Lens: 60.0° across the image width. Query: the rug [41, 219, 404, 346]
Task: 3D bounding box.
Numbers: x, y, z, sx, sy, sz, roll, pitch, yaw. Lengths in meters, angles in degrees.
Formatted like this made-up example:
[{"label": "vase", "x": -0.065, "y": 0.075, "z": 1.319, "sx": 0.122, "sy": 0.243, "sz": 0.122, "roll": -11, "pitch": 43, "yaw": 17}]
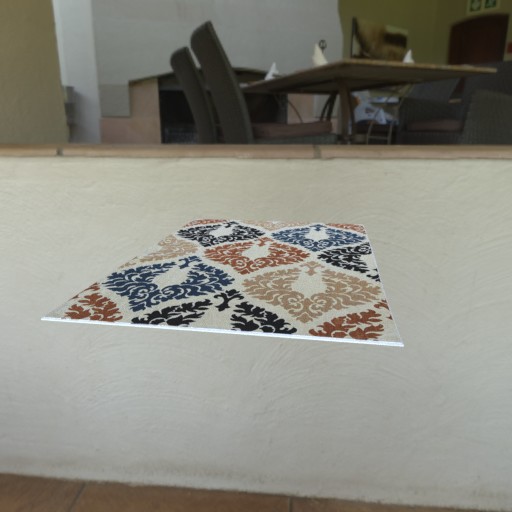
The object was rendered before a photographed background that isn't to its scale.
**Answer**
[{"label": "rug", "x": 0.000, "y": 0.000, "z": 2.870, "sx": 1.514, "sy": 0.014, "sz": 2.275, "roll": 3, "pitch": 16, "yaw": 9}]
